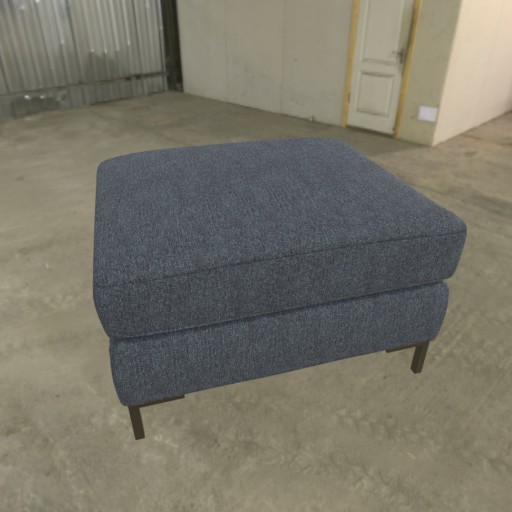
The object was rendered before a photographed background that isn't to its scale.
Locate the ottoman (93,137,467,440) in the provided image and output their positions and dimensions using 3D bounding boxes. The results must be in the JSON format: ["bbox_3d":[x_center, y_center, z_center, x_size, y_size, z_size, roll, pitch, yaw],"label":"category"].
[{"bbox_3d":[0.000,0.000,1.291,0.831,0.533,0.695,-9,33,-14],"label":"ottoman"}]
